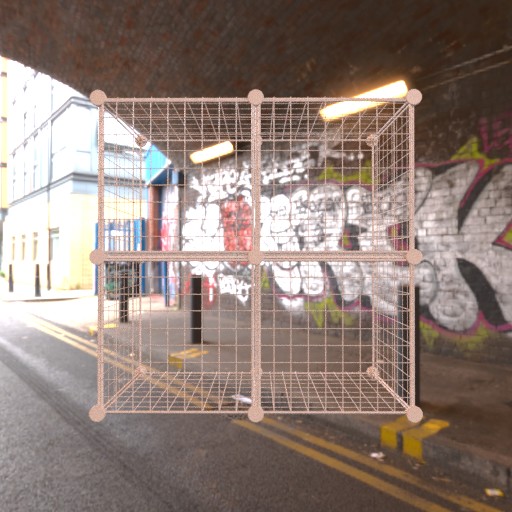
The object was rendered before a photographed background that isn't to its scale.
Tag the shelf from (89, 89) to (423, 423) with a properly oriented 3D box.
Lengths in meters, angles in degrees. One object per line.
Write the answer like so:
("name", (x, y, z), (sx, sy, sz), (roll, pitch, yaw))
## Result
("shelf", (0.000, 0.000, 1.124), (0.711, 0.711, 0.356), (0, 0, 0))
